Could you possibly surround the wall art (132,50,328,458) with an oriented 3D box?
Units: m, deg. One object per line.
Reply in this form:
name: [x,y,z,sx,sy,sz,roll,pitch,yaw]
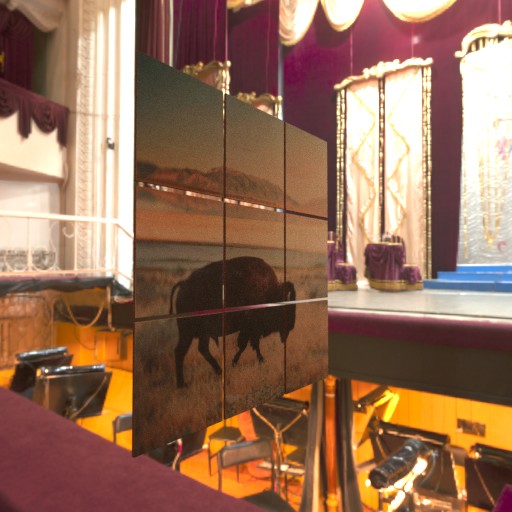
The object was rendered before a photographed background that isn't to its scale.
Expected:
wall art: [0.000,0.000,2.282,0.019,1.532,1.533,-1,-2,37]
